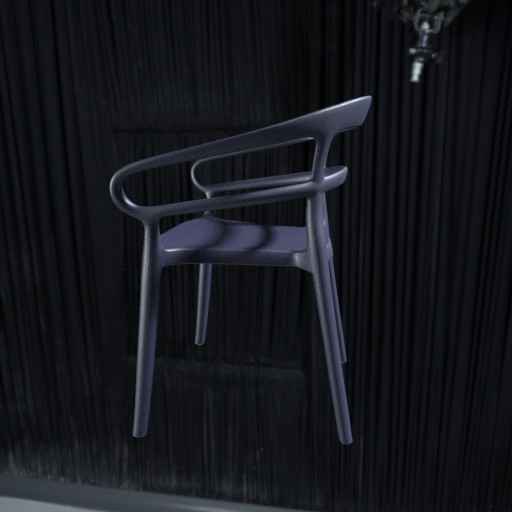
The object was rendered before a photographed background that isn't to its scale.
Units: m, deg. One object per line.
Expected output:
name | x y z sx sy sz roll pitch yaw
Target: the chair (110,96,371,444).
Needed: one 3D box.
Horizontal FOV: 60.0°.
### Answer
chair | 0.000 0.000 1.140 0.527 0.761 0.559 2 15 9
